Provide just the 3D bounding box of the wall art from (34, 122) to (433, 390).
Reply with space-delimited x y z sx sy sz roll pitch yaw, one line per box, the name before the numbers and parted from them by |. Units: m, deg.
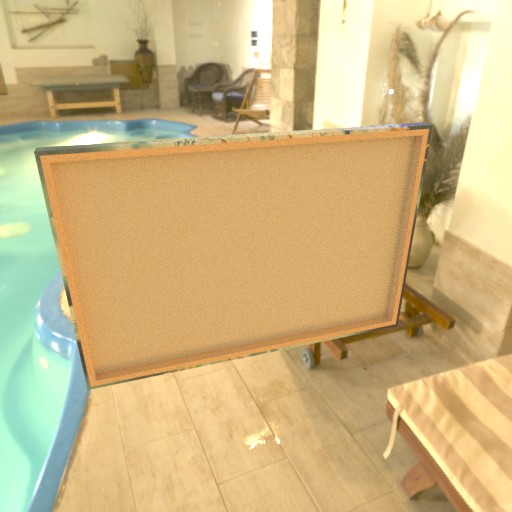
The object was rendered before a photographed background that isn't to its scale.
wall art | 0.000 0.000 1.132 0.912 0.608 0.038 -8 28 -16
